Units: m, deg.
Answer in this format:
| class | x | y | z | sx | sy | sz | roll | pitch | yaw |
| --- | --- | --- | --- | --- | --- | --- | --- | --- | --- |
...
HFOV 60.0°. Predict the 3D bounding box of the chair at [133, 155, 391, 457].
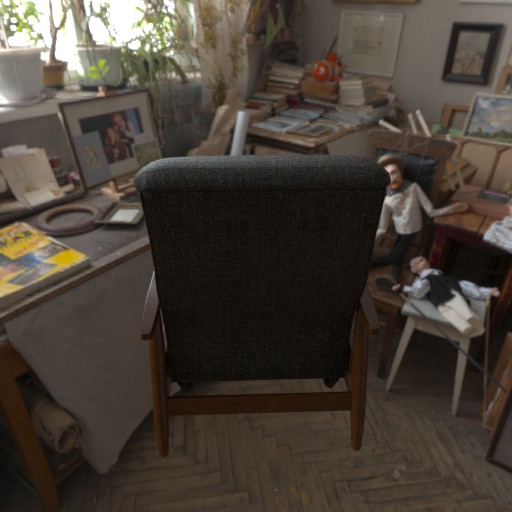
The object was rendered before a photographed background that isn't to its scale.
| class | x | y | z | sx | sy | sz | roll | pitch | yaw |
| --- | --- | --- | --- | --- | --- | --- | --- | --- | --- |
| chair | 0.000 | 0.000 | 1.749 | 0.762 | 1.082 | 1.014 | -1 | 30 | -2 |
